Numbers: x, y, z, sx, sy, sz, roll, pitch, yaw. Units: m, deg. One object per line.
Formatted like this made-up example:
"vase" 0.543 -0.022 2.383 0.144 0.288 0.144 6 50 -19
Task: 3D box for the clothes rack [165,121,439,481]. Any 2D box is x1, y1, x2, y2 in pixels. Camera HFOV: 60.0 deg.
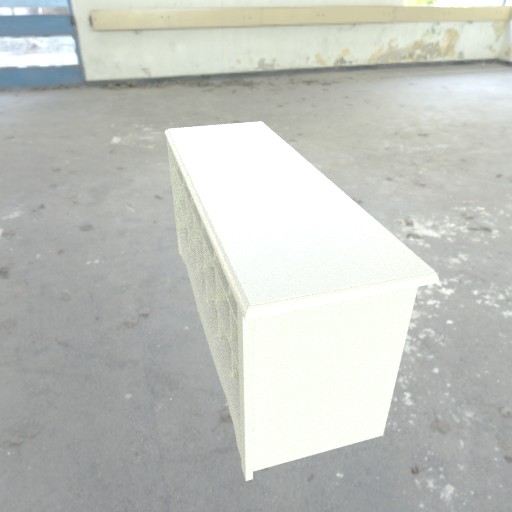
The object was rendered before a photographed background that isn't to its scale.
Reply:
"clothes rack" 0.000 0.000 1.476 0.405 0.558 1.218 -9 33 -14
